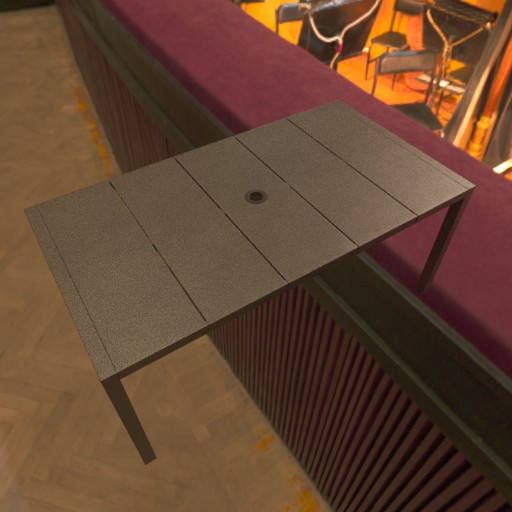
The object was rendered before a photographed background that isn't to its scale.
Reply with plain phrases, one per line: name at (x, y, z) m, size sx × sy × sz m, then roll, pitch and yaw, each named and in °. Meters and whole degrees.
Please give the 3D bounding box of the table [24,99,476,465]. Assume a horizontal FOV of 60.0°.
table at (0.000, 0.000, 2.132) m, size 1.680 × 0.735 × 0.914 m, roll -25°, pitch 52°, yaw -22°
